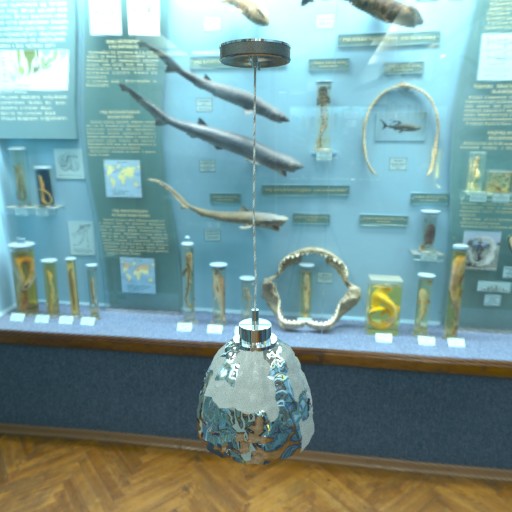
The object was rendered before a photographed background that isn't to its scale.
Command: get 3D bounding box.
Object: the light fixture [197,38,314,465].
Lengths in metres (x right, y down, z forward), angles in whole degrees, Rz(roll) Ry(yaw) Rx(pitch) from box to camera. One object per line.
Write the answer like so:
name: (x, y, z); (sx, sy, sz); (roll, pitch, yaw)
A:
light fixture: (0.000, 0.000, 1.735); (0.500, 1.511, 0.496); (2, 14, 9)
